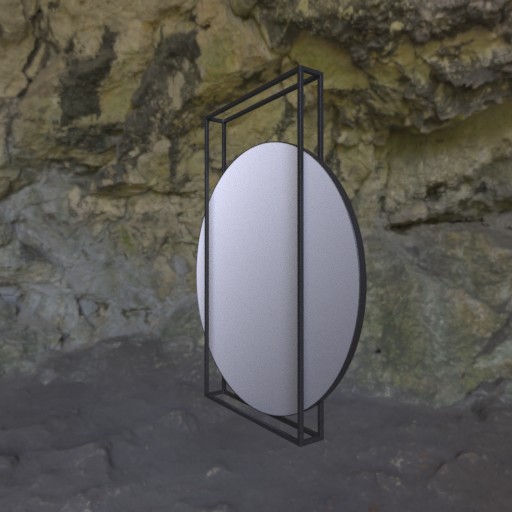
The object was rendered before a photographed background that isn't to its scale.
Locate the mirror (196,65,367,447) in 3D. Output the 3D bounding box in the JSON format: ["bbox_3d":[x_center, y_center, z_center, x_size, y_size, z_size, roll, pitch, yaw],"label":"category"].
[{"bbox_3d":[0.000,0.000,0.842,0.051,0.603,0.508,0,0,-35],"label":"mirror"}]
